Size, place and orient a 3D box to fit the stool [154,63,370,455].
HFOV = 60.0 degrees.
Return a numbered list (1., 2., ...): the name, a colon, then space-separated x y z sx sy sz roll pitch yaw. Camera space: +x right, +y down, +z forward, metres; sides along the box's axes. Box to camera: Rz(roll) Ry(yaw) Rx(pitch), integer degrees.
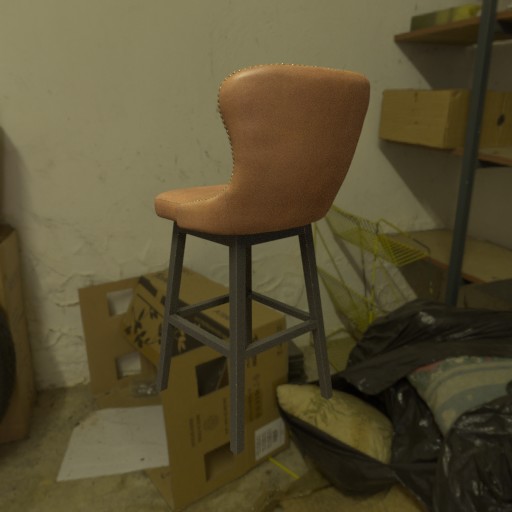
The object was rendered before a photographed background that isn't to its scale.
1. stool: 0.000 0.000 1.399 0.528 1.050 0.601 -14 21 -40
